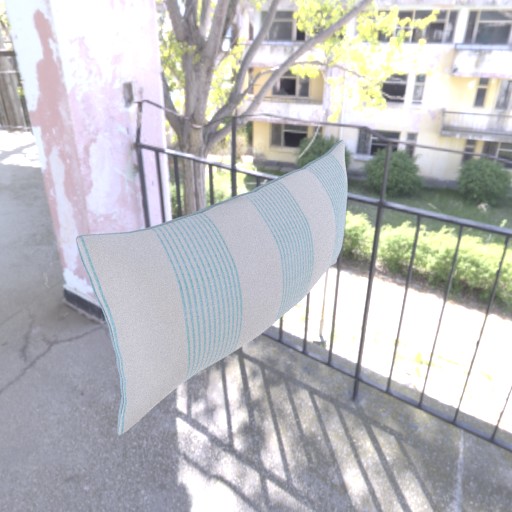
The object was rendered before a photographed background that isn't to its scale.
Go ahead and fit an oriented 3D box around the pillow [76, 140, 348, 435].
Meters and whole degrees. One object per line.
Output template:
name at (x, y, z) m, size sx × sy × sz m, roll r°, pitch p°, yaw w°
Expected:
pillow at (0.000, 0.000, 0.739) m, size 0.151 × 0.287 × 0.610 m, roll 19°, pitch 32°, yaw 32°
